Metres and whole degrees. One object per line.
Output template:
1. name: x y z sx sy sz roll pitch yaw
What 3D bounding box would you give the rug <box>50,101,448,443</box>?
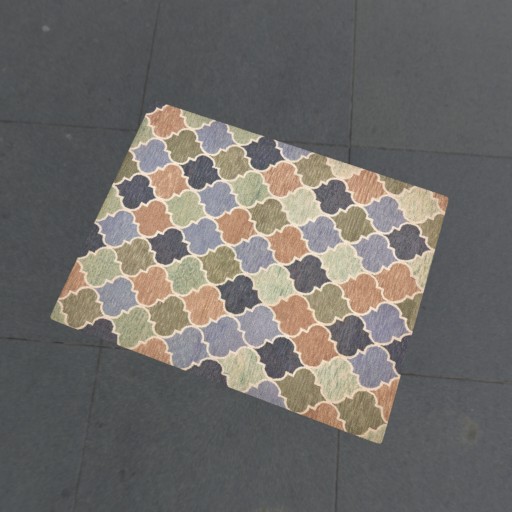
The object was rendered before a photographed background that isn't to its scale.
1. rug: 0.000 0.000 4.262 3.200 0.013 2.439 19 77 5
